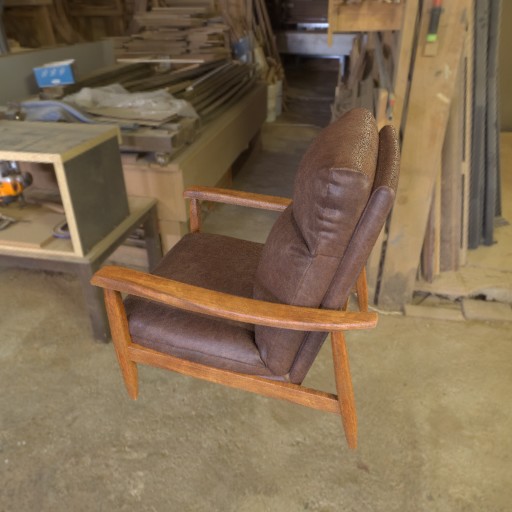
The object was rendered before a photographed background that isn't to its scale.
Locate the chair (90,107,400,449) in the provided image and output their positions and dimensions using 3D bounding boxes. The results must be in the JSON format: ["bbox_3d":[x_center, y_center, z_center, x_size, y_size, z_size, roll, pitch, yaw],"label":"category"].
[{"bbox_3d":[0.000,0.000,1.515,0.830,0.897,0.782,8,31,13],"label":"chair"}]
